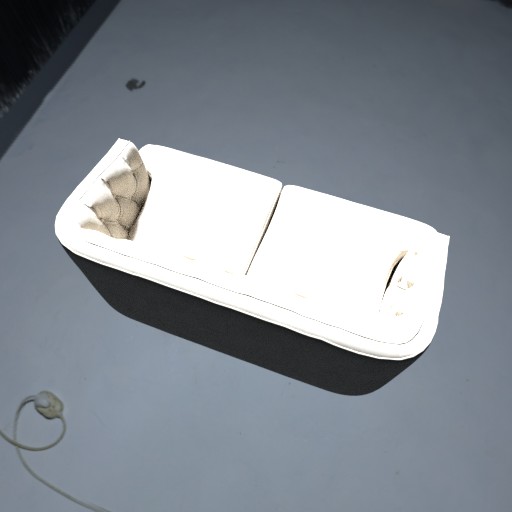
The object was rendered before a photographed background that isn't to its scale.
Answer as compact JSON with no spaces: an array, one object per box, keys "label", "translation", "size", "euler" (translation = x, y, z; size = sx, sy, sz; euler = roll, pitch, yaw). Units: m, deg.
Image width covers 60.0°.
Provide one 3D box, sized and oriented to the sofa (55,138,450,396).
[{"label":"sofa","translation":[0.000,0.000,2.303],"size":[1.731,0.878,0.940],"euler":[18,64,9]}]
